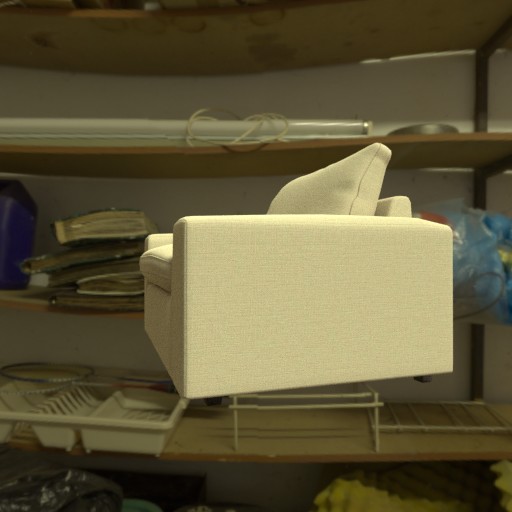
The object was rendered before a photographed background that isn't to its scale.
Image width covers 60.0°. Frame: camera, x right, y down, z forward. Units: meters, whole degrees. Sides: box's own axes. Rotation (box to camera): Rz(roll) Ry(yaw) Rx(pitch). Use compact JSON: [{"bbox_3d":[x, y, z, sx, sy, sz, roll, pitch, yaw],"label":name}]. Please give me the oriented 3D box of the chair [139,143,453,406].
[{"bbox_3d":[0.000,0.000,2.094,1.039,0.915,1.398,0,0,-19],"label":"chair"}]
